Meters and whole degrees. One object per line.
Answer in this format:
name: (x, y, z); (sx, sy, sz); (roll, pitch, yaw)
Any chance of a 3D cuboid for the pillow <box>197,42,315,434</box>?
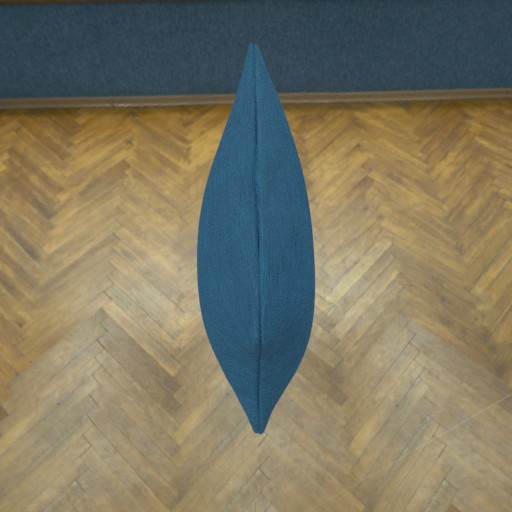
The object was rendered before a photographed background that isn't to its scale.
pillow: (0.000, 0.000, 0.665); (0.177, 0.420, 0.437); (-1, 57, 0)
